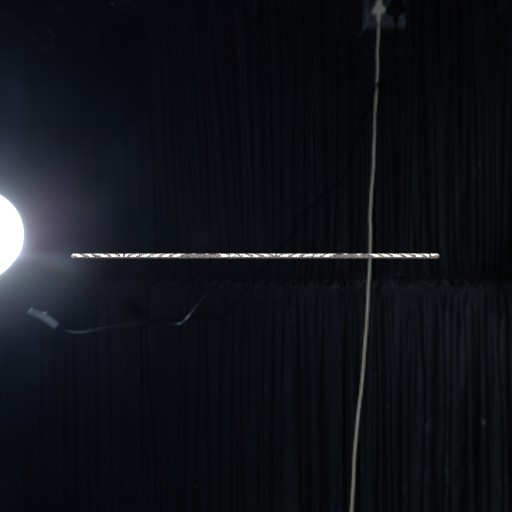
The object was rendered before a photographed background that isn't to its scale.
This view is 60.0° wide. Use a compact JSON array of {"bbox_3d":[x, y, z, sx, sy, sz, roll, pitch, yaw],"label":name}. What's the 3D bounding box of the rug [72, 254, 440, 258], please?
[{"bbox_3d":[0.000,0.000,2.356,1.210,0.016,1.833,0,0,0],"label":"rug"}]
